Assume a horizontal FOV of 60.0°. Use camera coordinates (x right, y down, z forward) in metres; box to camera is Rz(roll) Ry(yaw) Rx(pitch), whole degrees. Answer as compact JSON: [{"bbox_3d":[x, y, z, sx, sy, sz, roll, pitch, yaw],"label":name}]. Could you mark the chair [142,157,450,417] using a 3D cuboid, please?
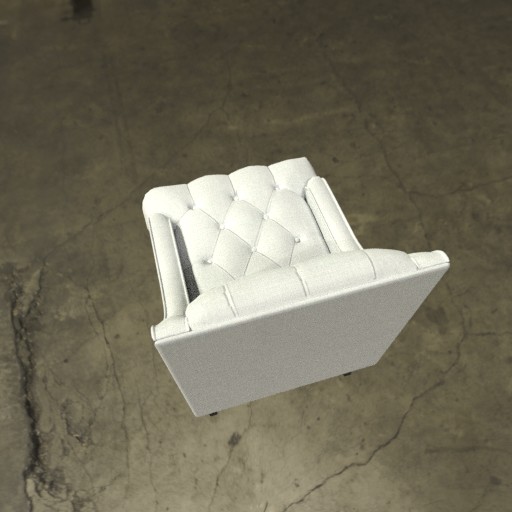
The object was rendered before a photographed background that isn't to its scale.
[{"bbox_3d":[0.000,0.000,1.438,0.658,0.891,0.772,-14,60,-8],"label":"chair"}]
